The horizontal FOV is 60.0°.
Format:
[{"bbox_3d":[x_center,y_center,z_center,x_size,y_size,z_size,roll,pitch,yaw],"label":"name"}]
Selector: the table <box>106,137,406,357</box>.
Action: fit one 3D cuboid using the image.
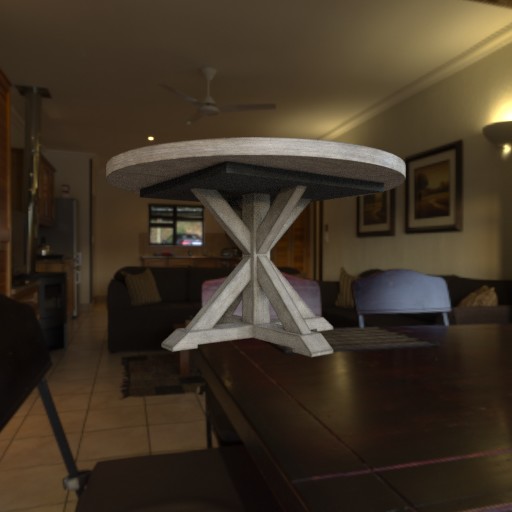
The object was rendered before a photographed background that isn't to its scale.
[{"bbox_3d":[0.000,0.000,2.126,1.363,0.781,1.363,0,0,0],"label":"table"}]
